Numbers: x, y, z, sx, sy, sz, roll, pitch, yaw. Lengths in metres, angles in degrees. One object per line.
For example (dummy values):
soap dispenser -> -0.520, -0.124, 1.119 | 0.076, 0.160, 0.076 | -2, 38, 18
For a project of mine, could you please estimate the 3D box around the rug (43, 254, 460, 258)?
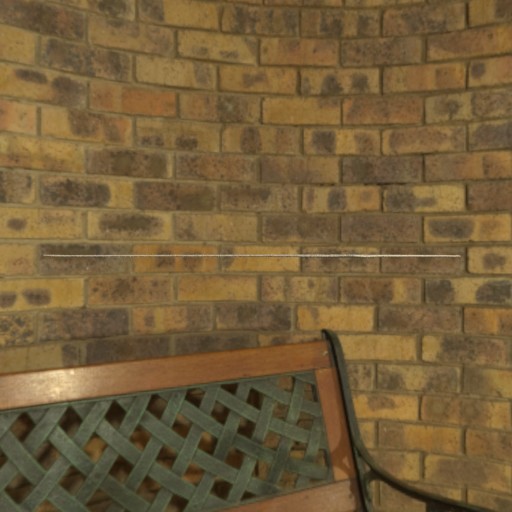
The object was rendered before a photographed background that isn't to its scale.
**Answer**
rug -> 0.000, 0.000, 4.154 | 3.069, 0.026, 2.451 | 0, 0, 36
